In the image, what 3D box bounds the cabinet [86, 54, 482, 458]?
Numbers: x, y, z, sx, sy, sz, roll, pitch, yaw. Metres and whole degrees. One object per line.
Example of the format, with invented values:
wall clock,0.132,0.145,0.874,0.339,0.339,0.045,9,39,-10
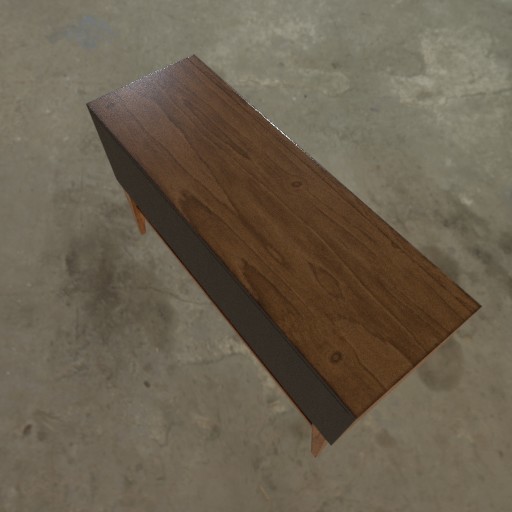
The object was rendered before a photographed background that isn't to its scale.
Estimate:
cabinet,0.000,0.000,1.720,0.477,0.802,1.363,-34,64,-19
